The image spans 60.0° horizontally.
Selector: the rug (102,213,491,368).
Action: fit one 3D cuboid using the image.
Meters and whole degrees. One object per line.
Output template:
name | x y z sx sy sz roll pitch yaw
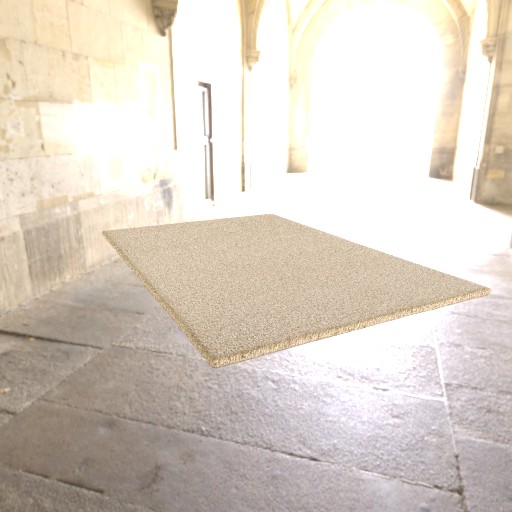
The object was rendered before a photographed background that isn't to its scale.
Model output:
rug | 0.000 0.000 2.264 1.219 0.030 1.778 -9 19 -27
